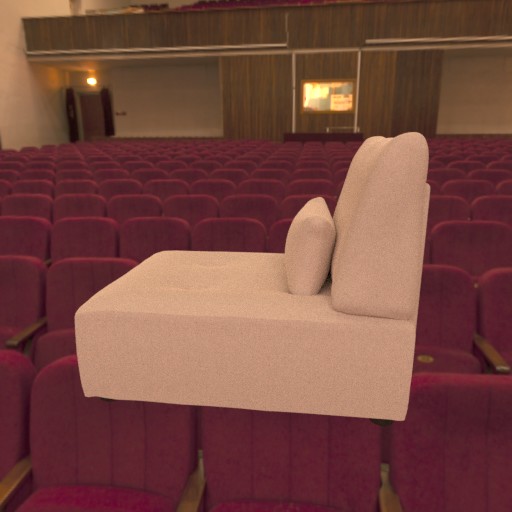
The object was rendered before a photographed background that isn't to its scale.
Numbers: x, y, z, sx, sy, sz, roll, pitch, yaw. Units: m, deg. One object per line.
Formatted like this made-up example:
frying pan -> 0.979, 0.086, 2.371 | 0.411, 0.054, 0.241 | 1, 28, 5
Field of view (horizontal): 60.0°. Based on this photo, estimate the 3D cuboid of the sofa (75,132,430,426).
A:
sofa -> 0.000, 0.000, 1.552 | 1.000, 0.820, 0.700 | 2, 15, 7
